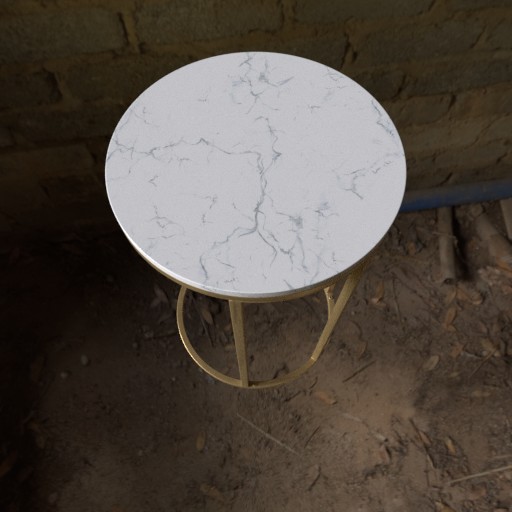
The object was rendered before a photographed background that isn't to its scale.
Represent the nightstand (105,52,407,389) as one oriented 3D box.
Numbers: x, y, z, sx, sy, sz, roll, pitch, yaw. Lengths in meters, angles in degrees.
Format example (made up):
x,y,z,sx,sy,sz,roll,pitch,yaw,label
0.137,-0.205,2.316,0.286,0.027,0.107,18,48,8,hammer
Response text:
x,y,z,sx,sy,sz,roll,pitch,yaw,label
0.000,0.000,0.867,0.400,0.610,0.400,39,70,17,nightstand
